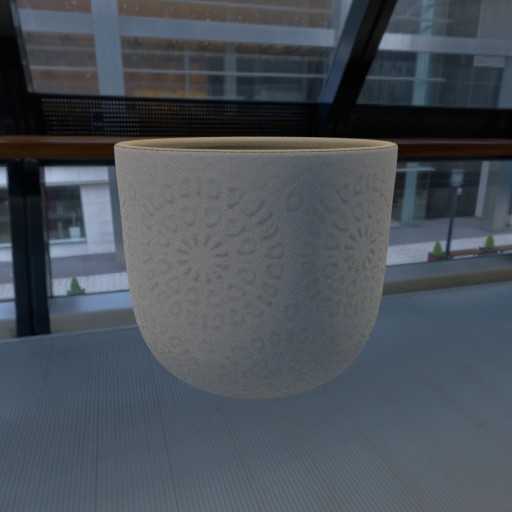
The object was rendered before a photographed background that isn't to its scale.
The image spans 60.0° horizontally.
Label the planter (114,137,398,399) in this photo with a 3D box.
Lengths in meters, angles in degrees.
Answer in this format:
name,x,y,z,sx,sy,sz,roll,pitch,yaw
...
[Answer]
name,x,y,z,sx,sy,sz,roll,pitch,yaw
planter,0.000,0.000,0.218,0.124,0.109,0.124,0,17,0
